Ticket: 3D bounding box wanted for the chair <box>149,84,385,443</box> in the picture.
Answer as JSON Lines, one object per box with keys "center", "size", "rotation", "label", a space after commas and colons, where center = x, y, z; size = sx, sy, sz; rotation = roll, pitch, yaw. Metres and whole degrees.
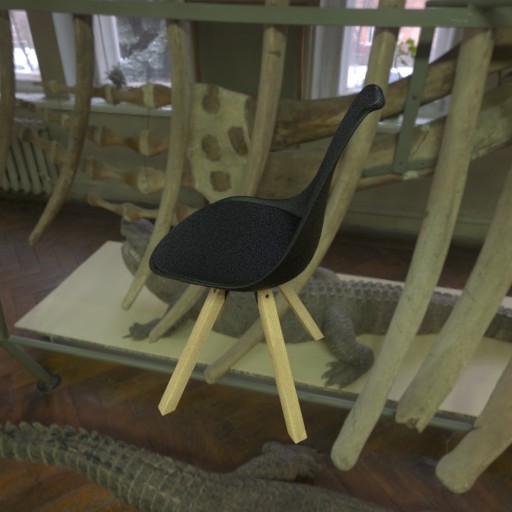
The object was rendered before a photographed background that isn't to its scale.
{"center": [0.000, 0.000, 1.180], "size": [0.549, 0.850, 0.485], "rotation": [7, 32, 12], "label": "chair"}
